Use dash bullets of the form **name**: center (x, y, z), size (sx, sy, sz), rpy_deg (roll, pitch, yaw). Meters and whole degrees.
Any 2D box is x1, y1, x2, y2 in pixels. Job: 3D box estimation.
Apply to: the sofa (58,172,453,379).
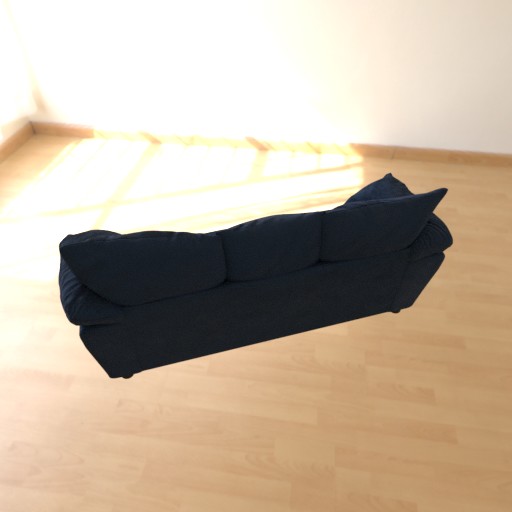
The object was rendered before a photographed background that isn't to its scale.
- **sofa**: center (0.000, 0.000, 2.897), size (2.390, 1.091, 0.907), rpy_deg (-11, 43, -12)
